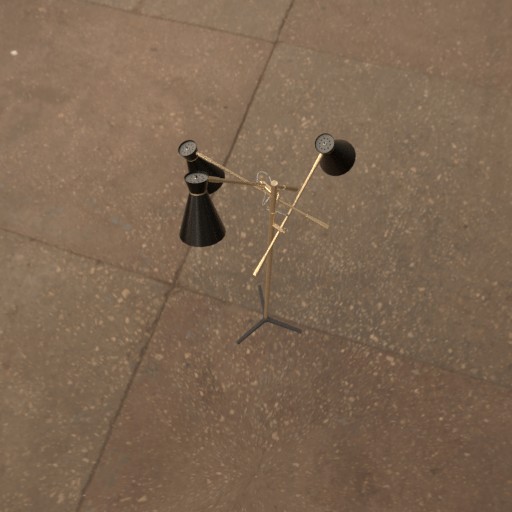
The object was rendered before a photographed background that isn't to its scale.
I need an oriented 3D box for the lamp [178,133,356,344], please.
[{"bbox_3d":[0.000,0.000,2.215,0.653,1.804,0.750,18,65,9],"label":"lamp"}]
